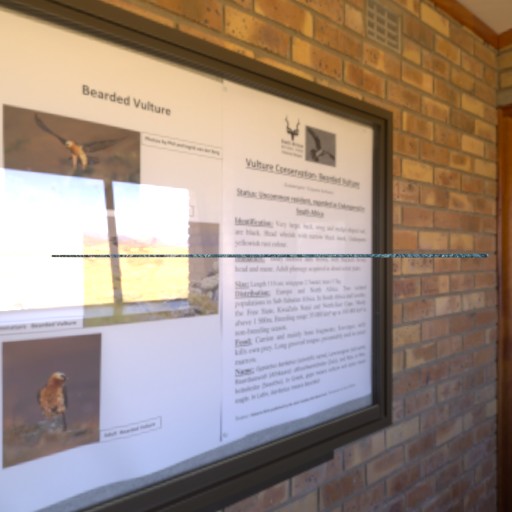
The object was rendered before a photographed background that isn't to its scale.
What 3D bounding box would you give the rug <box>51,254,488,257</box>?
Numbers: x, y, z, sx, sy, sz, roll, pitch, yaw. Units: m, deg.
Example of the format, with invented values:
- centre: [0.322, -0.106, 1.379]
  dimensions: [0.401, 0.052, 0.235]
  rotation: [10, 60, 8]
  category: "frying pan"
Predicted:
- centre: [0.000, 0.000, 2.548]
  dimensions: [2.286, 0.016, 0.676]
  rotation: [0, 0, 18]
  category: "rug"
